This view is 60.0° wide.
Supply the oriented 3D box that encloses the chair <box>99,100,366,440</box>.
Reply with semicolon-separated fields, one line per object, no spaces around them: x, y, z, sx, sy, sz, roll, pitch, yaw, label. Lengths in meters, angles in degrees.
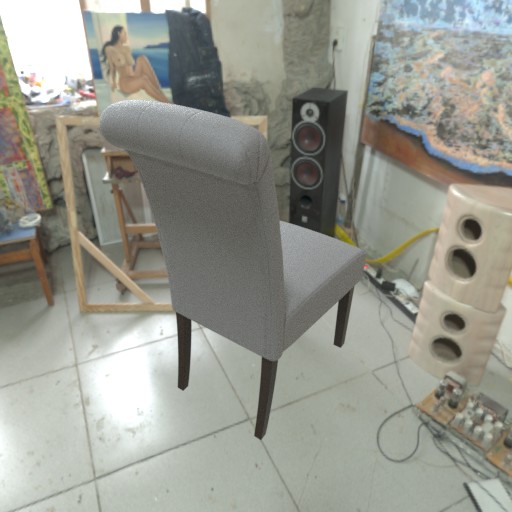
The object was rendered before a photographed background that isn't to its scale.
0.000;0.000;1.362;0.456;1.006;0.671;21;38;29;chair
